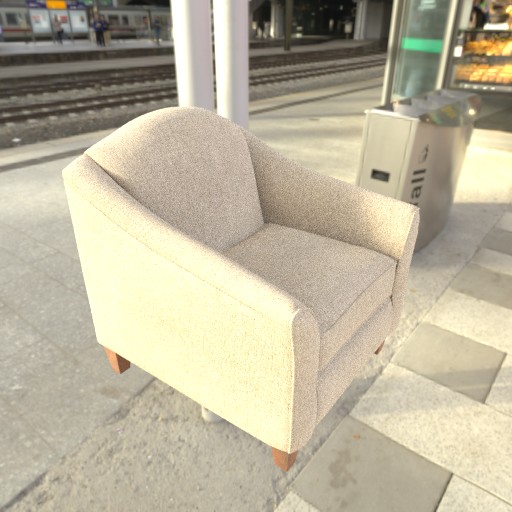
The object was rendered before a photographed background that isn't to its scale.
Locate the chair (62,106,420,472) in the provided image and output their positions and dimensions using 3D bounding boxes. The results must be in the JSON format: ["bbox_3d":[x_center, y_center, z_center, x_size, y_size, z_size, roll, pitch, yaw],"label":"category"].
[{"bbox_3d":[0.000,0.000,1.406,0.787,0.839,0.763,19,33,32],"label":"chair"}]
